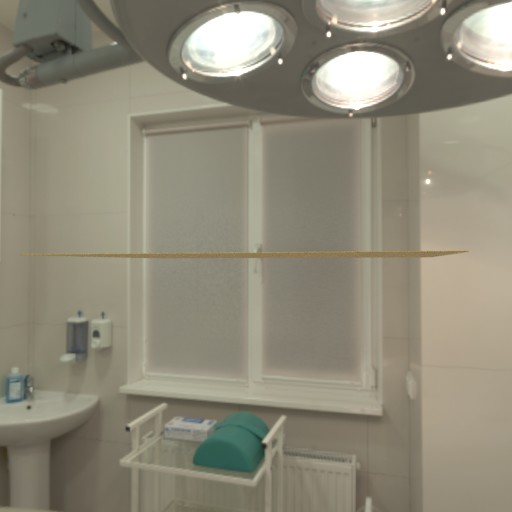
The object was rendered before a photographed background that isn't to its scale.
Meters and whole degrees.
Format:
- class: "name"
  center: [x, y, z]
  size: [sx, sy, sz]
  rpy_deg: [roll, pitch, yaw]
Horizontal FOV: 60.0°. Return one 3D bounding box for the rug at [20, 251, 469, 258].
- class: "rug"
  center: [0.000, 0.000, 3.670]
  size: [2.895, 0.006, 1.981]
  rpy_deg: [0, -1, 16]
